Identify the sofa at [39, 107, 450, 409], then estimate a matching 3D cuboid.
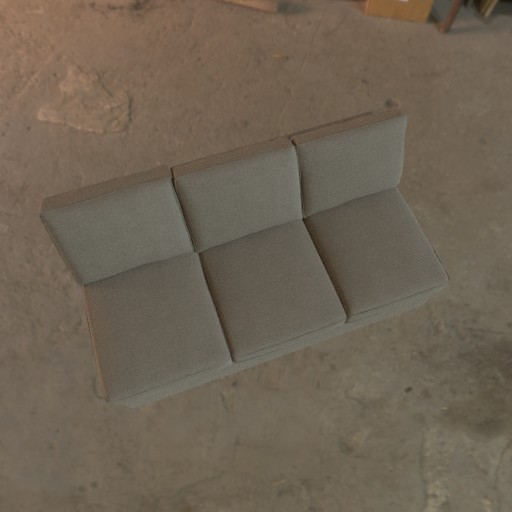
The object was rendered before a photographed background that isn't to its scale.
[{"bbox_3d":[0.000,0.000,2.685,2.092,1.036,1.127,-18,66,-8],"label":"sofa"}]
